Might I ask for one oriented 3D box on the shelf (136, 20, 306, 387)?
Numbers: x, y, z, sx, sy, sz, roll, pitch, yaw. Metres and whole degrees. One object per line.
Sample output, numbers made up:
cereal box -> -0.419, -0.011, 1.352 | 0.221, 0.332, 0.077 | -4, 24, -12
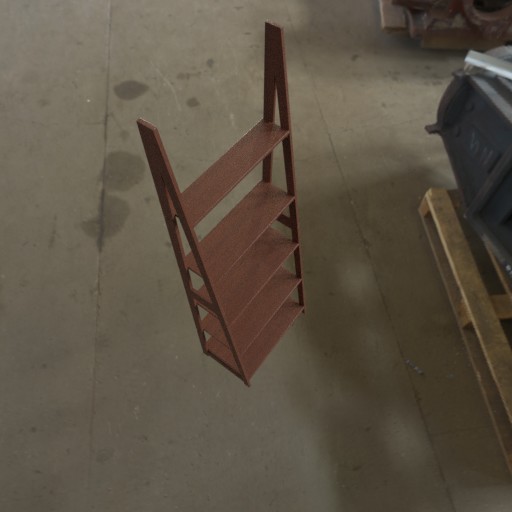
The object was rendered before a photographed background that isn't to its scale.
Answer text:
shelf -> 0.000, 0.000, 1.994 | 0.350, 1.770, 0.600 | 32, 63, 19
